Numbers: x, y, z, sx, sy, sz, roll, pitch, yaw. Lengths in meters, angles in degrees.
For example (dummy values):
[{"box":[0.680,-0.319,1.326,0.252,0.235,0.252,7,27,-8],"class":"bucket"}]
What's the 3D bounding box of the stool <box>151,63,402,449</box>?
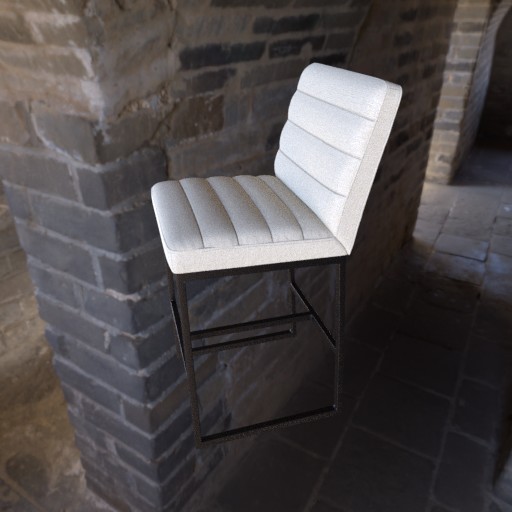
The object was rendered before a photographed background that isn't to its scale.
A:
[{"box":[0.000,0.000,1.349,0.560,1.040,0.460,-8,30,-14],"class":"stool"}]
